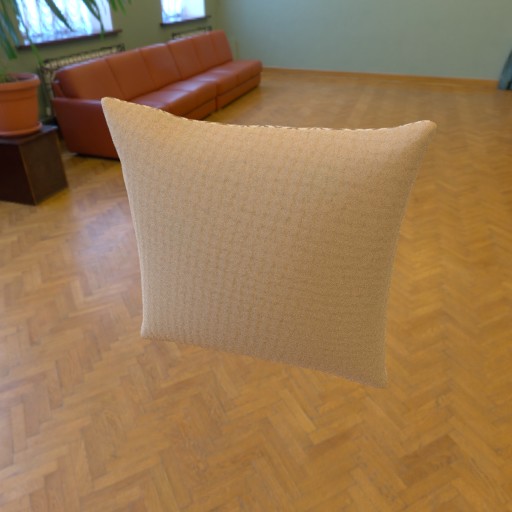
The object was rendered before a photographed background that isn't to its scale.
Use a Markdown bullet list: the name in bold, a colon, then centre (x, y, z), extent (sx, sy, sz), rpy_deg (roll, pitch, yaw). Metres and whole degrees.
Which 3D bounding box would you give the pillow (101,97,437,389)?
- **pillow**: centre (0.000, 0.000, 0.627), extent (0.419, 0.407, 0.173), rpy_deg (9, 33, 14)
